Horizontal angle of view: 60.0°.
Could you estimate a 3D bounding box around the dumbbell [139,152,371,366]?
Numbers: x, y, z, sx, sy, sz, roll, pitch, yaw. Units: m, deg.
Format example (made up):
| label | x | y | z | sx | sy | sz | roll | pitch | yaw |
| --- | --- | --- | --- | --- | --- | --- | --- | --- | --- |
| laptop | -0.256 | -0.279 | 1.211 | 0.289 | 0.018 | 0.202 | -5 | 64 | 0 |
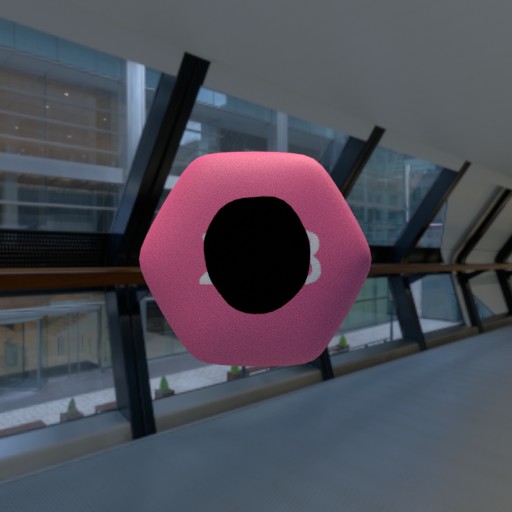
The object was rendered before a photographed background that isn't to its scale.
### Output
| label | x | y | z | sx | sy | sz | roll | pitch | yaw |
| --- | --- | --- | --- | --- | --- | --- | --- | --- | --- |
| dumbbell | 0.000 | 0.000 | 0.172 | 0.058 | 0.053 | 0.146 | 0 | 1 | 1 |
